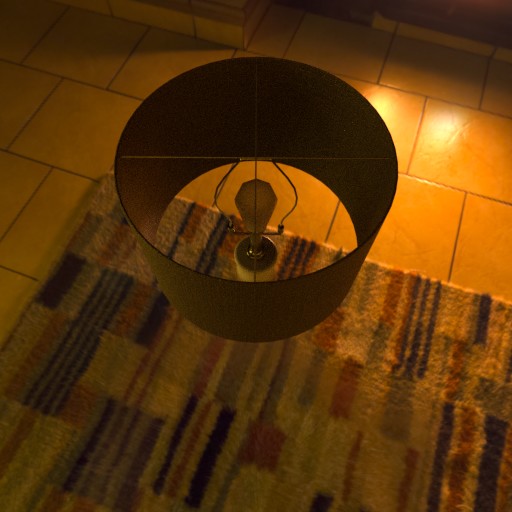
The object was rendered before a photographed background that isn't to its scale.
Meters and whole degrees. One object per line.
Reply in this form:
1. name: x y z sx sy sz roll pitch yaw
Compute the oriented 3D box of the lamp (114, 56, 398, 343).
1. lamp: 0.000 0.000 0.693 0.303 0.488 0.303 0 63 0
